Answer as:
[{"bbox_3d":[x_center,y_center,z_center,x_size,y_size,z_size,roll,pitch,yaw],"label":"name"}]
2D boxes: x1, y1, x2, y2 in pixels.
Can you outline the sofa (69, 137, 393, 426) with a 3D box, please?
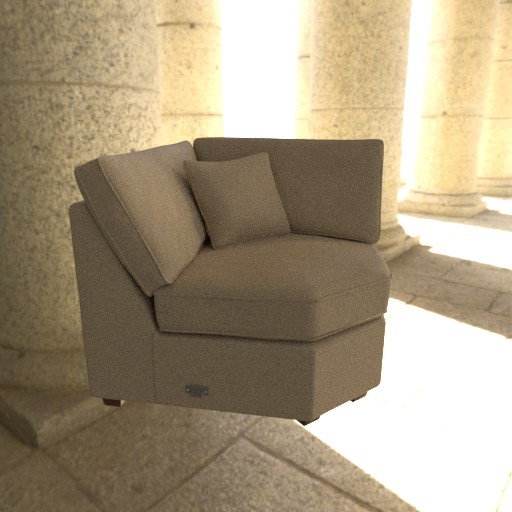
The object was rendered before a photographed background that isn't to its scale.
[{"bbox_3d":[0.000,0.000,1.832,1.042,0.937,1.050,3,16,10],"label":"sofa"}]
